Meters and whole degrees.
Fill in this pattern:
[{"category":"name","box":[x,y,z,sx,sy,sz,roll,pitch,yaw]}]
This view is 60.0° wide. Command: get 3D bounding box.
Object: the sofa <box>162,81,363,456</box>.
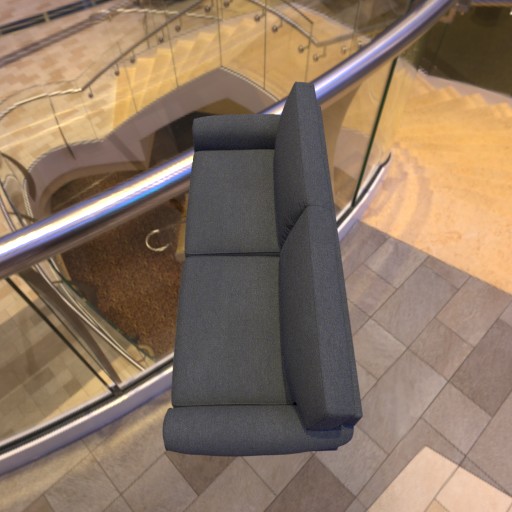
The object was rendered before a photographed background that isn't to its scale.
[{"category":"sofa","box":[0.000,0.000,2.848,0.954,1.026,2.391,-1,57,0]}]
